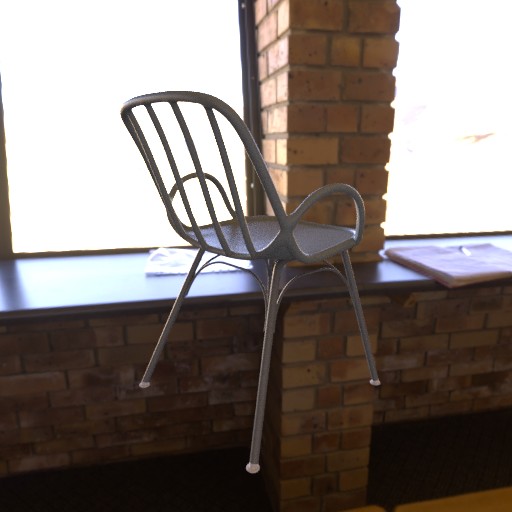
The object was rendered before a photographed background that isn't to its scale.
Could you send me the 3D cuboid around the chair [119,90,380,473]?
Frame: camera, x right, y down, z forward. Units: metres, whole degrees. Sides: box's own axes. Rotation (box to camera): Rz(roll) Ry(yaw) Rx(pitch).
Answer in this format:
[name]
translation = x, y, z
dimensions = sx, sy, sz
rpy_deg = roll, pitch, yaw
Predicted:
[chair]
translation = 0.000, 0.000, 1.224
dimensions = 0.597, 0.816, 0.549
rpy_deg = -13, 20, -42
